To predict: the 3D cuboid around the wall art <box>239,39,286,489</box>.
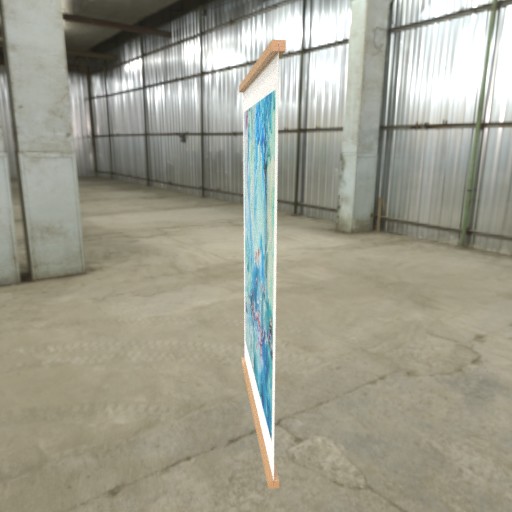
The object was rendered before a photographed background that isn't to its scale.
[{"bbox_3d":[0.000,0.000,0.777,0.016,0.611,0.401,-2,14,-7],"label":"wall art"}]
